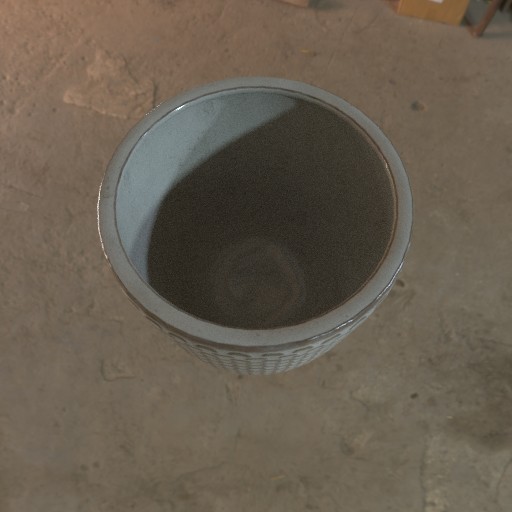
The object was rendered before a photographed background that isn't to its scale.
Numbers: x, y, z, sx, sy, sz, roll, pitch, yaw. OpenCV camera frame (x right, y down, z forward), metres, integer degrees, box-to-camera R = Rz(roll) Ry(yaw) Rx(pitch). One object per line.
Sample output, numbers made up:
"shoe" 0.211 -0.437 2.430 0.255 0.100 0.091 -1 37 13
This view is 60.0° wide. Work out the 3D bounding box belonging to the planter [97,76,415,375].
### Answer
"planter" 0.000 0.000 0.358 0.197 0.191 0.197 0 66 0
